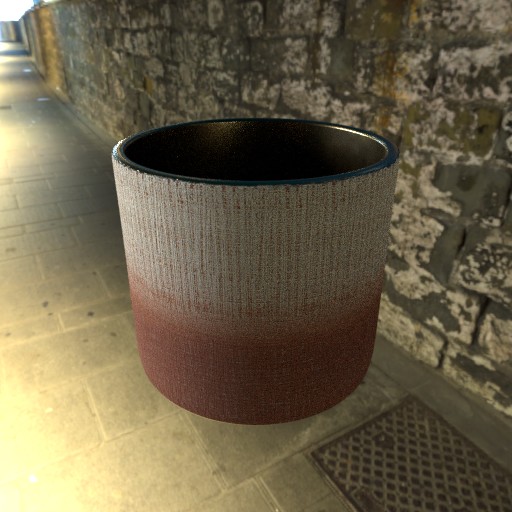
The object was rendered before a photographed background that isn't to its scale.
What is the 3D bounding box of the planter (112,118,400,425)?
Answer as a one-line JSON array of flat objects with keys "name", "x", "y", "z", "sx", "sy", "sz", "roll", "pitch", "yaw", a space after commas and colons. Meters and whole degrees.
[{"name": "planter", "x": 0.000, "y": 0.000, "z": 0.391, "sx": 0.221, "sy": 0.201, "sz": 0.221, "roll": 0, "pitch": 27, "yaw": 0}]
